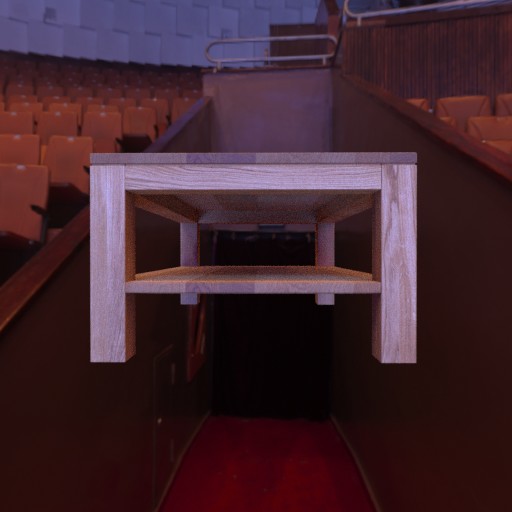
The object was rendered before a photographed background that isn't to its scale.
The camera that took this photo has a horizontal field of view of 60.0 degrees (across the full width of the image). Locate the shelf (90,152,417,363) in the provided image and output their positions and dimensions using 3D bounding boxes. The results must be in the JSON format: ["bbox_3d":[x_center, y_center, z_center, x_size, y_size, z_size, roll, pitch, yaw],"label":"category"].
[{"bbox_3d":[0.000,0.000,1.525,0.700,0.450,1.150,0,0,1],"label":"shelf"}]
